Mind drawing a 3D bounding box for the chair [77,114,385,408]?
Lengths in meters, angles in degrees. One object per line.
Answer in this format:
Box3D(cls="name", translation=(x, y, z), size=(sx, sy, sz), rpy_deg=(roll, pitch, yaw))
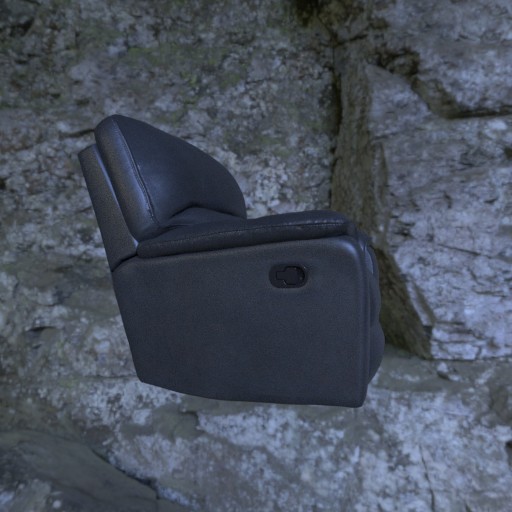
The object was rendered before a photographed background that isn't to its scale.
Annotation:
Box3D(cls="chair", translation=(0.000, 0.000, 1.960), size=(1.087, 1.109, 1.096), rpy_deg=(0, -1, 17))
